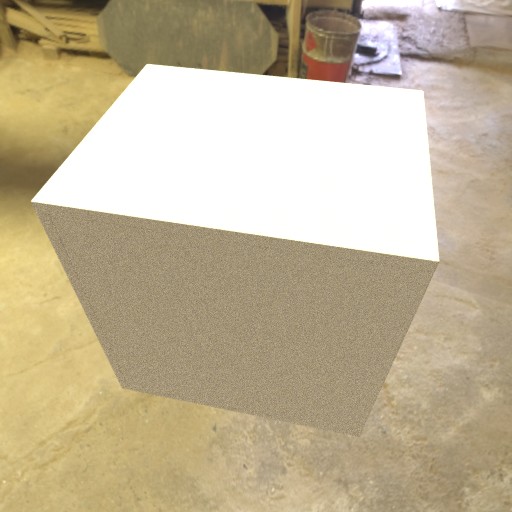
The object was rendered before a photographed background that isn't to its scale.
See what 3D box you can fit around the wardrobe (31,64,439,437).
[{"bbox_3d":[0.000,0.000,0.850,0.500,0.520,0.400,9,48,8],"label":"wardrobe"}]
